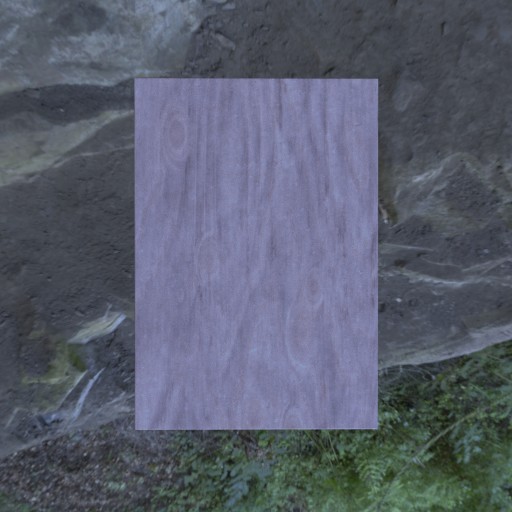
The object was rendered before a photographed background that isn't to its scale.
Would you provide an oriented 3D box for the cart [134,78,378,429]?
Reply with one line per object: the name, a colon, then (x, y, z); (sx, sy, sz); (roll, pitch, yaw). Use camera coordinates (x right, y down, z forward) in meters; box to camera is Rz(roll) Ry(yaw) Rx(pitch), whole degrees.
cart: (0.000, 0.000, 1.143); (0.403, 0.839, 0.584); (0, 90, 0)
